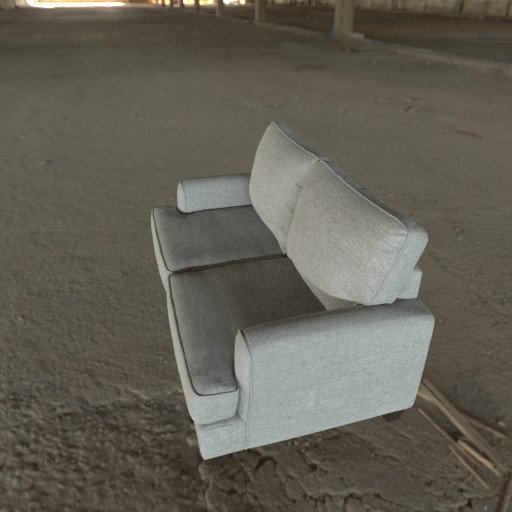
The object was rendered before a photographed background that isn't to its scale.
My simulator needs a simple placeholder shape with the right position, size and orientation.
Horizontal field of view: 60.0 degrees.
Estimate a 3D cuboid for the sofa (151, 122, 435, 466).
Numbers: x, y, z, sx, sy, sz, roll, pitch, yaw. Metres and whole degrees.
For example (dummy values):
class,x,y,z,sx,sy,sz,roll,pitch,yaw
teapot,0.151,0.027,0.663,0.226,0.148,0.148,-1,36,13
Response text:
class,x,y,z,sx,sy,sz,roll,pitch,yaw
sofa,0.000,0.000,2.257,0.965,0.965,1.651,-9,32,-14
